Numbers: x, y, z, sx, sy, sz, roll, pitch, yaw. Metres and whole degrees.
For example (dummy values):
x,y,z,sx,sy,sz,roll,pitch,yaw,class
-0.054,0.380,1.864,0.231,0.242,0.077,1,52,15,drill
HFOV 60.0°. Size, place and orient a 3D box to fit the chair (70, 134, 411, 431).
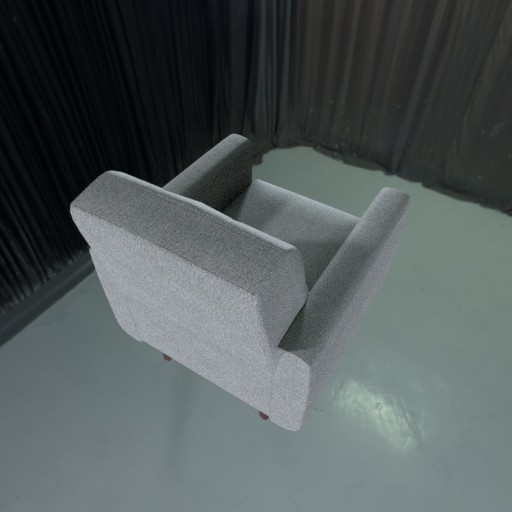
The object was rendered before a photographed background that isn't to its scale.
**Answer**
x,y,z,sx,sy,sz,roll,pitch,yaw,class
0.000,0.000,1.658,0.845,0.968,0.942,24,52,21,chair
